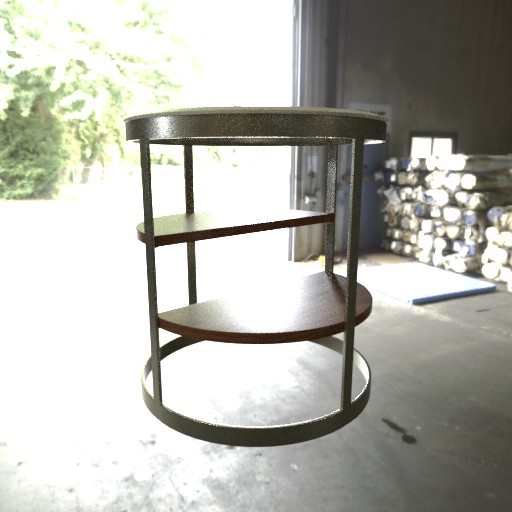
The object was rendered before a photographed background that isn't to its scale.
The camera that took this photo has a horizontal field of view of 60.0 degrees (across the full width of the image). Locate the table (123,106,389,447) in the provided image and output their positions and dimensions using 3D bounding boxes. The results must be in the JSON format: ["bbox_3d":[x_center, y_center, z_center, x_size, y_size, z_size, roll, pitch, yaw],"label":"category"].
[{"bbox_3d":[0.000,0.000,0.755,0.407,0.447,0.407,0,12,0],"label":"table"}]
